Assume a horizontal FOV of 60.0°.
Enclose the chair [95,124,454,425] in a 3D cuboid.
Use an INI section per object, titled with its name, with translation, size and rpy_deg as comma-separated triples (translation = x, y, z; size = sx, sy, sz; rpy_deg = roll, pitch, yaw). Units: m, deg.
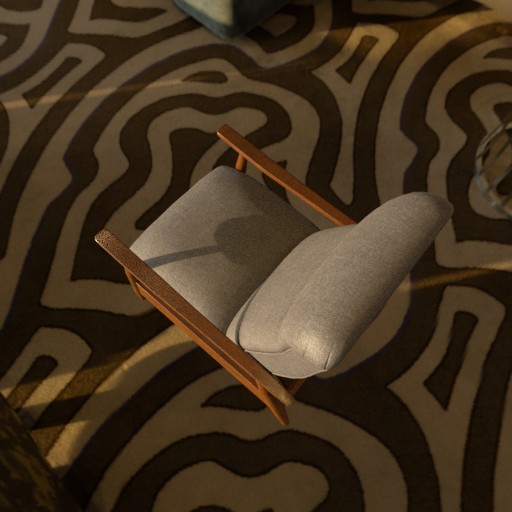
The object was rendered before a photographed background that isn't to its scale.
[chair]
translation = 0.000, 0.000, 1.780
size = 1.014, 1.081, 0.762
rpy_deg = 37, 70, 16
